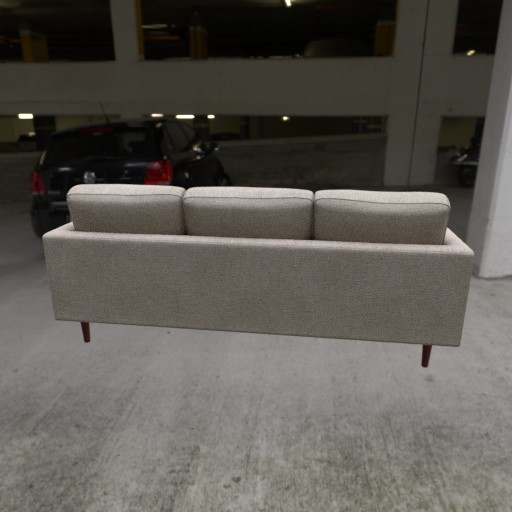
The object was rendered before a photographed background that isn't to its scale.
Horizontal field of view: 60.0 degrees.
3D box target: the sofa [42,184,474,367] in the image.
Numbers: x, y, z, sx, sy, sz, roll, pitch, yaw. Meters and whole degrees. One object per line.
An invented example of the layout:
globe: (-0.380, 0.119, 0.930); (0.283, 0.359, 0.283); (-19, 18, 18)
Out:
sofa: (0.000, 0.000, 2.721); (2.246, 0.930, 0.903); (2, 18, 8)
